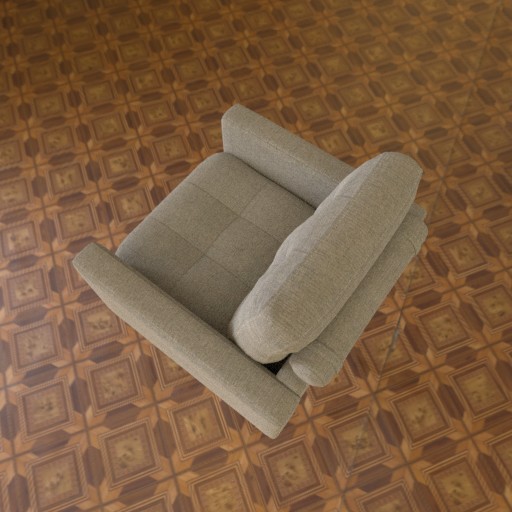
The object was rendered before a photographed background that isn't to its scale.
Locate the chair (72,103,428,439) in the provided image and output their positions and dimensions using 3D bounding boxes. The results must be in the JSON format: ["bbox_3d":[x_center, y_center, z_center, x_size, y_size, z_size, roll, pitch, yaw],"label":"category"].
[{"bbox_3d":[0.000,0.000,1.481,0.843,0.880,0.821,34,68,15],"label":"chair"}]
